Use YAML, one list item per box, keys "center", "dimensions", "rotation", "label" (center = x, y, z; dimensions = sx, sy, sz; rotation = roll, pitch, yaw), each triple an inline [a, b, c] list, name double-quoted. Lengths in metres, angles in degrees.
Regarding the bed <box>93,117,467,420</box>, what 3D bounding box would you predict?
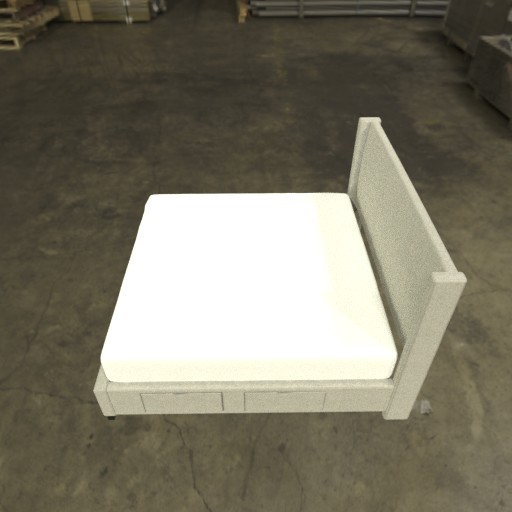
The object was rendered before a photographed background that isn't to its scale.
- center: [0.000, 0.000, 3.675]
  dimensions: [2.280, 1.470, 2.140]
  rotation: [-1, 41, -1]
  label: "bed"
